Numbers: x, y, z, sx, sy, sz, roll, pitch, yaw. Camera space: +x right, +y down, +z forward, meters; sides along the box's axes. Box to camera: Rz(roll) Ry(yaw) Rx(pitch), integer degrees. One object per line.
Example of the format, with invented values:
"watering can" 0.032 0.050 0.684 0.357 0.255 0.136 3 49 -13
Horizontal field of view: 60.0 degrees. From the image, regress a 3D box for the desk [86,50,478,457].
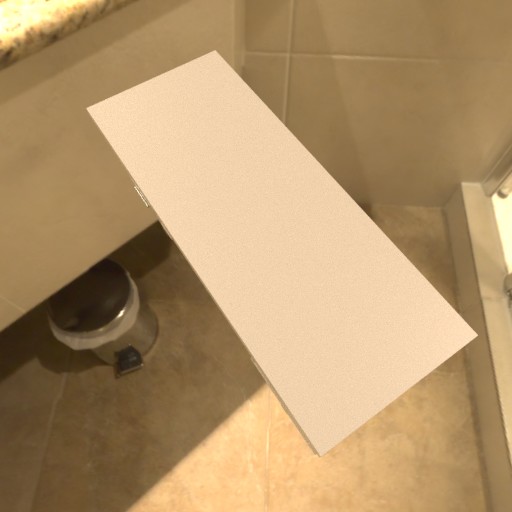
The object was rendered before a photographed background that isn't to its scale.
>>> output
"desk" 0.000 0.000 1.901 0.603 0.773 1.530 -31 67 -14
